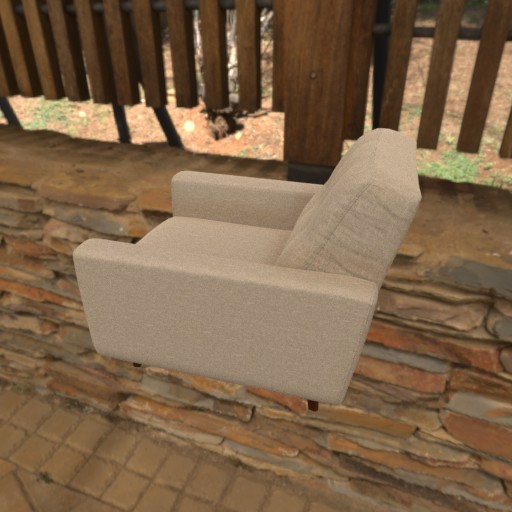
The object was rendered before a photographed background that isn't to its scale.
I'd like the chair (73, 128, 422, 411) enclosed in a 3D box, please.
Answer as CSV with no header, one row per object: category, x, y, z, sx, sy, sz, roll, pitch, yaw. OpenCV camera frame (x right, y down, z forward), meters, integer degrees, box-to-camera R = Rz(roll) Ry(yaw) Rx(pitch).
chair,0.000,0.000,1.825,1.128,0.965,0.897,8,30,14
